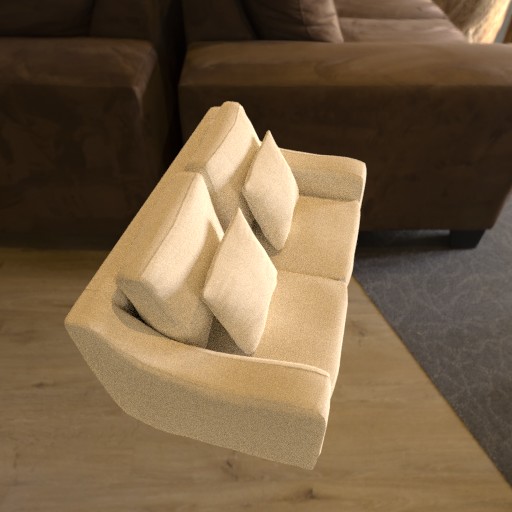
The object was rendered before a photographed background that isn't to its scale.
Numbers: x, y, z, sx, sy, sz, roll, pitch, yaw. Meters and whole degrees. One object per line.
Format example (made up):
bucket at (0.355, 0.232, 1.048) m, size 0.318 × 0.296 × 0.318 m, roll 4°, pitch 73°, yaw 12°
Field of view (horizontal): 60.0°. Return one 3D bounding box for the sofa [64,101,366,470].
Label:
sofa at (0.000, 0.000, 2.348) m, size 1.040 × 1.047 × 1.744 m, roll 11°, pitch 47°, yaw 10°
